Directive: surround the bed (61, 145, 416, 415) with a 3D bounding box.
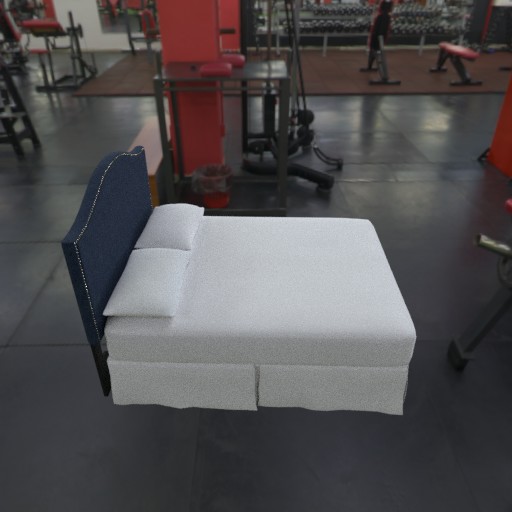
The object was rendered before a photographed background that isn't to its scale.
[{"bbox_3d":[0.000,0.000,3.395,2.153,1.518,1.725,1,33,1],"label":"bed"}]
